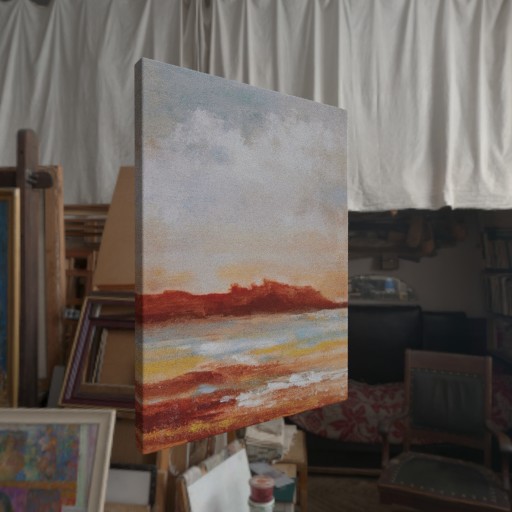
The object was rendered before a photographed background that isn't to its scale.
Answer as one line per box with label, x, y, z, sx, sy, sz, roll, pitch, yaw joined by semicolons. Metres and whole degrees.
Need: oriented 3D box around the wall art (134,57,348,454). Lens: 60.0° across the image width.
wall art;0.000;0.000;0.811;0.443;0.605;0.035;0;1;-35
